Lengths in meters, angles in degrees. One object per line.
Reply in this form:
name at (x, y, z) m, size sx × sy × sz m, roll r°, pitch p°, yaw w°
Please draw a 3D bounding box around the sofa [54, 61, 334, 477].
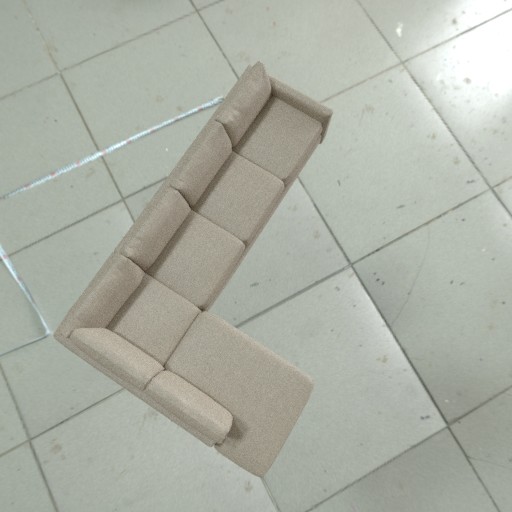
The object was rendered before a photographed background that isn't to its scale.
sofa at (0.000, 0.000, 3.123) m, size 1.617 × 0.703 × 2.423 m, roll 31°, pitch 78°, yaw 7°
